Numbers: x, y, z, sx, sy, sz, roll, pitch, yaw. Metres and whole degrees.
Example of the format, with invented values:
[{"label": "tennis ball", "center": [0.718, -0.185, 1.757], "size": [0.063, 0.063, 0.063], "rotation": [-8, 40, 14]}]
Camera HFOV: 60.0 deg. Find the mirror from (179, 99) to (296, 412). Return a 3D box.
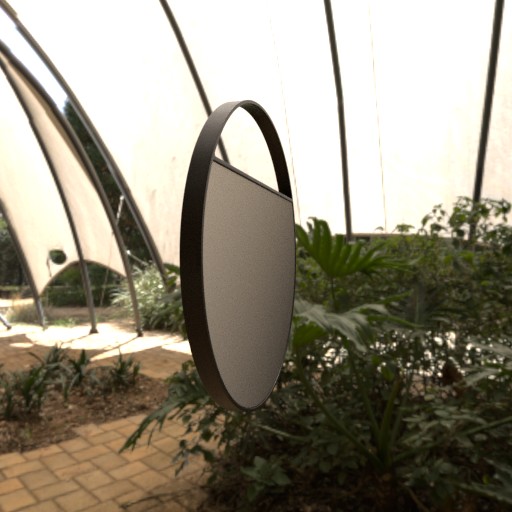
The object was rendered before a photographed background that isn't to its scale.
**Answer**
[{"label": "mirror", "center": [0.000, 0.000, 0.850], "size": [0.032, 0.565, 0.565], "rotation": [0, 0, 18]}]
